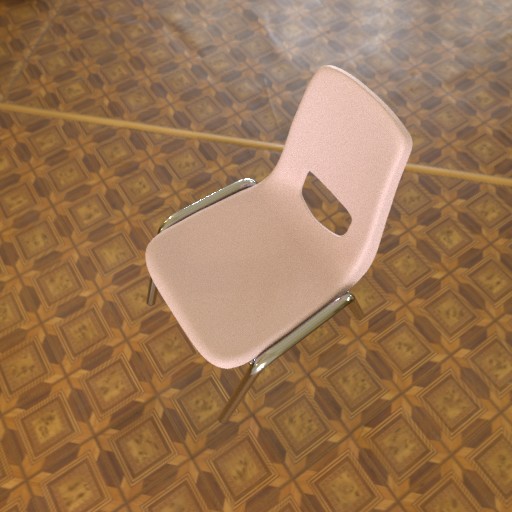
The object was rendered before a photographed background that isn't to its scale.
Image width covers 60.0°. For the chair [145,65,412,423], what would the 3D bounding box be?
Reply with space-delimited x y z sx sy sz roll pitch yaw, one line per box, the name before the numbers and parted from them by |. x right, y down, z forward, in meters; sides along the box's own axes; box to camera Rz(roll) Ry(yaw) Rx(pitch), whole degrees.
chair | 0.000 0.000 0.831 0.423 0.586 0.354 -31 67 -15
